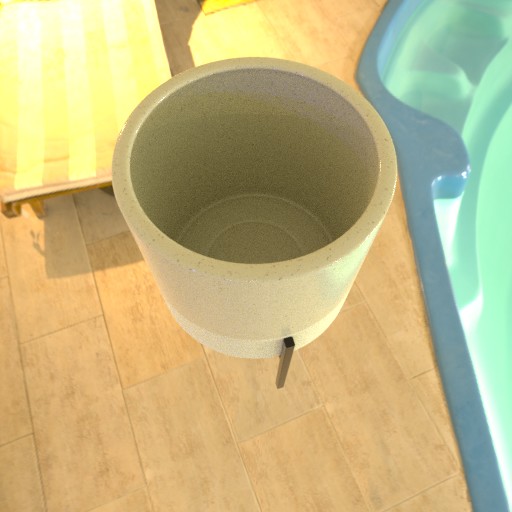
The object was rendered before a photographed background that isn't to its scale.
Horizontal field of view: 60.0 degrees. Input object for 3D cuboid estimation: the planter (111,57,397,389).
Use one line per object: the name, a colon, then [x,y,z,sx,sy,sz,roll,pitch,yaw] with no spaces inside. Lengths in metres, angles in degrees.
planter: [0.000,0.000,0.337,0.152,0.230,0.159,-15,64,-7]
